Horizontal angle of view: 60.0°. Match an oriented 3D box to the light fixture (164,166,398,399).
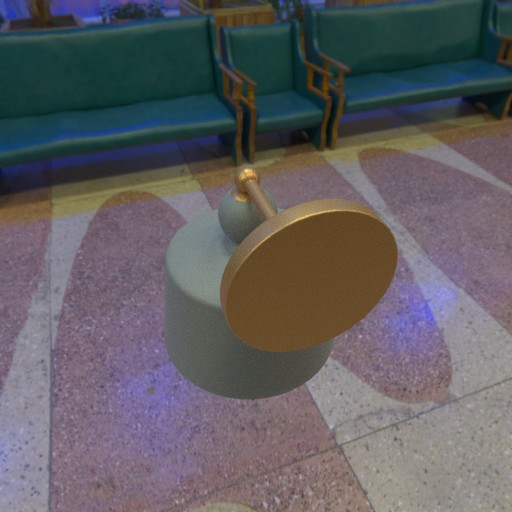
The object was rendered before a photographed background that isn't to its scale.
[{"bbox_3d":[0.000,0.000,0.436,0.204,0.268,0.254,-12,41,-14],"label":"light fixture"}]
